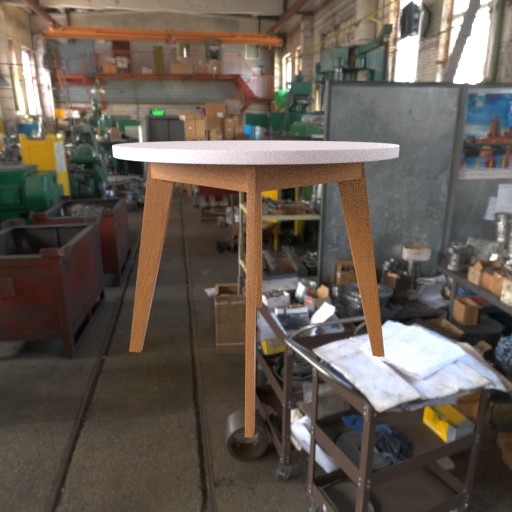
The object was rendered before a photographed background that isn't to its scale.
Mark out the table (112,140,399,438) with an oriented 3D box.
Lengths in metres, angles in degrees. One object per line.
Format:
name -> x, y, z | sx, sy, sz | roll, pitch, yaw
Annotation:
table -> 0.000, 0.000, 1.553 | 0.896, 0.762, 0.896 | 0, 16, 0
